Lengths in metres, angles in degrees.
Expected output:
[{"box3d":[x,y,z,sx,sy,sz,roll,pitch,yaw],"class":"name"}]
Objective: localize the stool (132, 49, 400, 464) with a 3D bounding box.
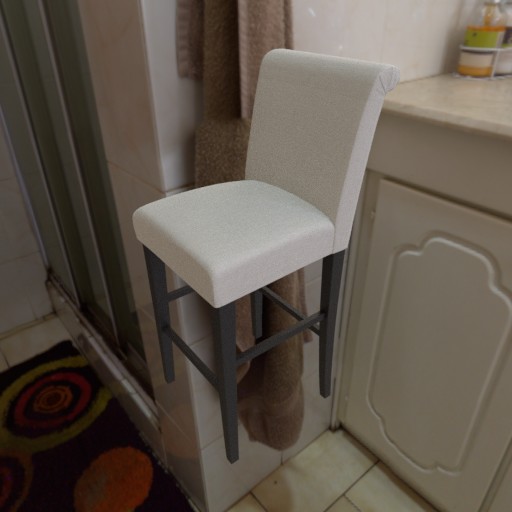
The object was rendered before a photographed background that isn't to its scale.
[{"box3d":[0.000,0.000,1.400,0.597,1.124,0.452,-22,38,-31],"class":"stool"}]
